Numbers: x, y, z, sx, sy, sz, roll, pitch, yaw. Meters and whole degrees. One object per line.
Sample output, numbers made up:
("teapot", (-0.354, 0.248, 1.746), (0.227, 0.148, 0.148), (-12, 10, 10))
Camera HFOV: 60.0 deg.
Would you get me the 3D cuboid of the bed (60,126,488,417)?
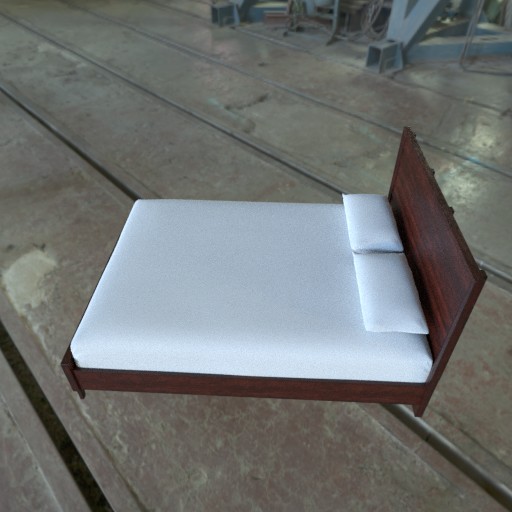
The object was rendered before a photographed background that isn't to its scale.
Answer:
("bed", (0.000, 0.000, 3.832), (2.803, 1.492, 2.040), (2, 41, 2))
